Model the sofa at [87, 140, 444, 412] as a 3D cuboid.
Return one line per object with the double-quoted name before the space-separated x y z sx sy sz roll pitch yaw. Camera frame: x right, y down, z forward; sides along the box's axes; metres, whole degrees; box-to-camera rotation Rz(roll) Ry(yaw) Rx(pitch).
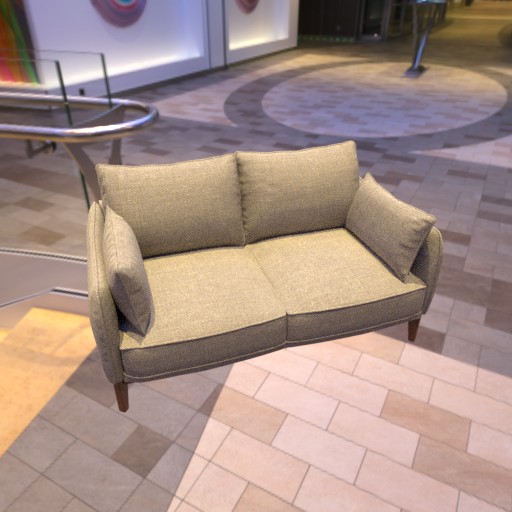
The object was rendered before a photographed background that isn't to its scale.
"sofa" 0.000 0.000 2.218 1.580 0.851 0.972 -10 33 -15
